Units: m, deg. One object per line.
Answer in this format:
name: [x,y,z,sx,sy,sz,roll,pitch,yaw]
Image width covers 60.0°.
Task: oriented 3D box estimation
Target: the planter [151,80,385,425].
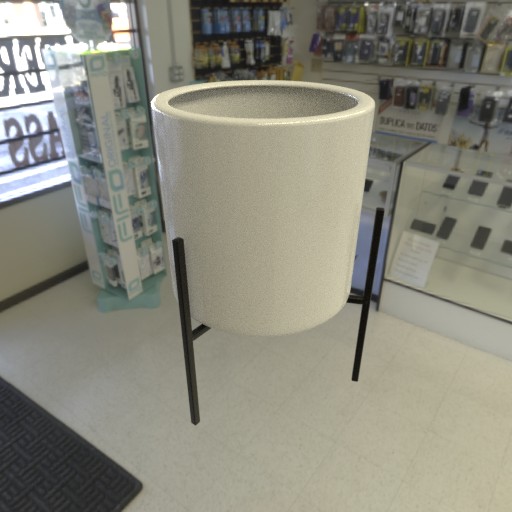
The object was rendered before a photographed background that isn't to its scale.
planter: [0.000,0.000,0.520,0.239,0.356,0.239,22,36,34]
